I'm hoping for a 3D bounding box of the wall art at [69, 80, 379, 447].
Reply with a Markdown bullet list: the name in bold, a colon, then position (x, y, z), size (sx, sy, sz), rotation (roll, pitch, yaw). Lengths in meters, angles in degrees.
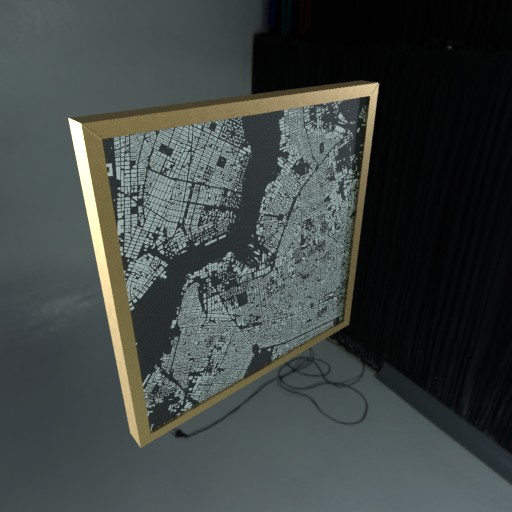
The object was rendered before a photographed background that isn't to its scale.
- **wall art**: position (0.000, 0.000, 1.876), size (1.284, 1.284, 0.095), rotation (-21, 35, -34)
